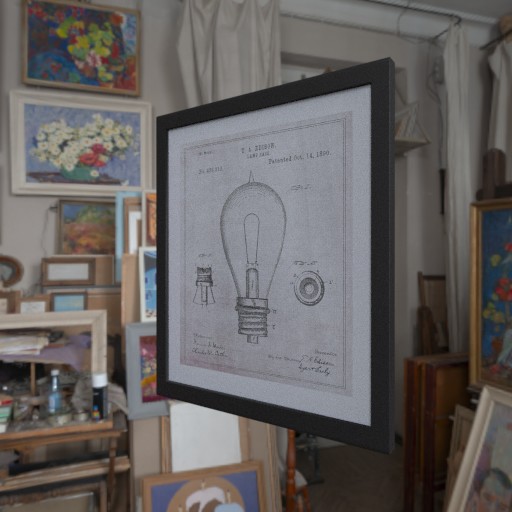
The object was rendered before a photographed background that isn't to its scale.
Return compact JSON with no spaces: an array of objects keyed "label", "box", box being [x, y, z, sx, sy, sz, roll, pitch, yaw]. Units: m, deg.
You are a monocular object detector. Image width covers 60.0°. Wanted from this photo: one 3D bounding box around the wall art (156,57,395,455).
[{"label":"wall art","box":[0.000,0.000,0.697,0.430,0.509,0.021,0,0,35]}]
